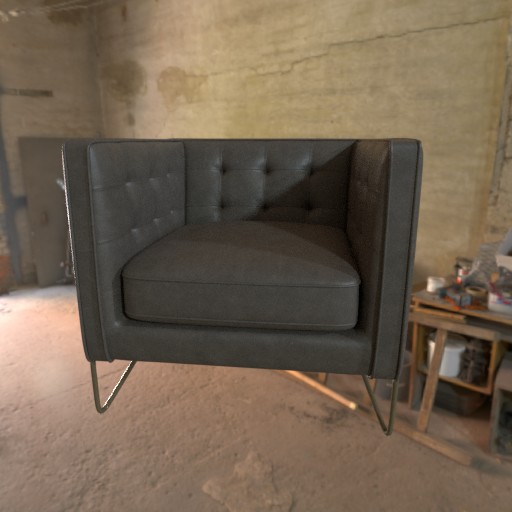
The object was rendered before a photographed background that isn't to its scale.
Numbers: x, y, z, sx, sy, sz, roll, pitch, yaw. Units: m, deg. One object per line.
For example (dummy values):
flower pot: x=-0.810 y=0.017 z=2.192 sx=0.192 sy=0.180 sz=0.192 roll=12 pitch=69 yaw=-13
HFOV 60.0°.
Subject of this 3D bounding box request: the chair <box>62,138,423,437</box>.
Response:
chair: x=0.000 y=0.000 z=1.528 sx=0.880 sy=0.790 sz=0.894 roll=2 pitch=15 yaw=7
